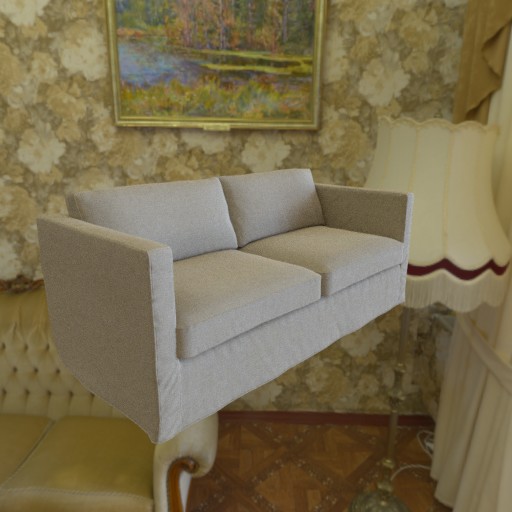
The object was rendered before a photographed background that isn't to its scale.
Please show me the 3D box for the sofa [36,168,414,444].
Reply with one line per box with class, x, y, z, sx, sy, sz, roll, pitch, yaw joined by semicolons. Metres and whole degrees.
sofa;0.000;0.000;2.468;0.956;0.847;1.987;15;21;42
